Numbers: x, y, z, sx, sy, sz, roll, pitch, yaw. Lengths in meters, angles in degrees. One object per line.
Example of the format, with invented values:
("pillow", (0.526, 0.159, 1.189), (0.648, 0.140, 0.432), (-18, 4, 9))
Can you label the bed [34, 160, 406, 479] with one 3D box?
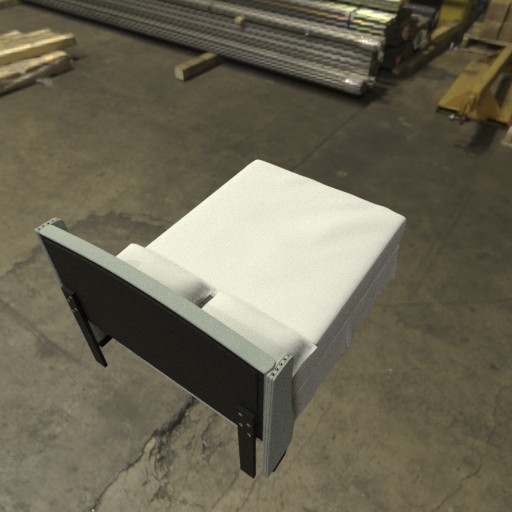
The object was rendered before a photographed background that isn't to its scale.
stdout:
("bed", (0.000, 0.000, 3.346), (1.710, 1.407, 2.237), (27, 51, 24))
